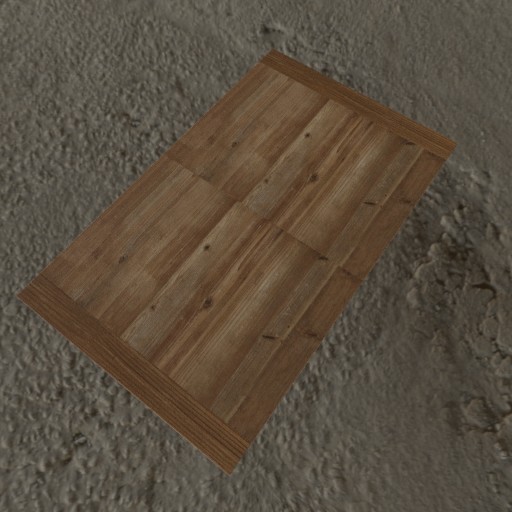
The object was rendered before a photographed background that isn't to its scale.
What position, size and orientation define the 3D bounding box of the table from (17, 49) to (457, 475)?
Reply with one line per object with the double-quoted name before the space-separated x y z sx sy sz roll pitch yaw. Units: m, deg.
"table" 0.000 0.000 1.989 0.922 0.743 1.503 34 69 15
